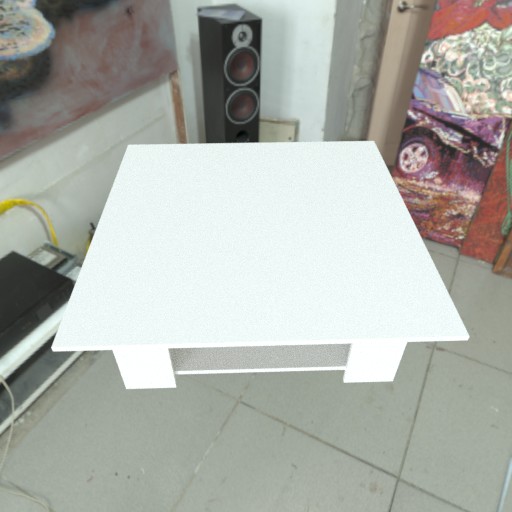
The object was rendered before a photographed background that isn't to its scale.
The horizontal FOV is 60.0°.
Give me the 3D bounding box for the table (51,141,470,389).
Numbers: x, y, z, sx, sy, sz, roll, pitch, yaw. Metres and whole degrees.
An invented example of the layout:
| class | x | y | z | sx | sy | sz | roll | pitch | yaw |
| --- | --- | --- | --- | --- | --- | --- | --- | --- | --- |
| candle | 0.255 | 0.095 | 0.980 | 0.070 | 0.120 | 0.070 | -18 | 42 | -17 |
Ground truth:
| class | x | y | z | sx | sy | sz | roll | pitch | yaw |
| --- | --- | --- | --- | --- | --- | --- | --- | --- | --- |
| table | 0.000 | 0.000 | 1.374 | 0.890 | 0.305 | 0.890 | -1 | 42 | -1 |
